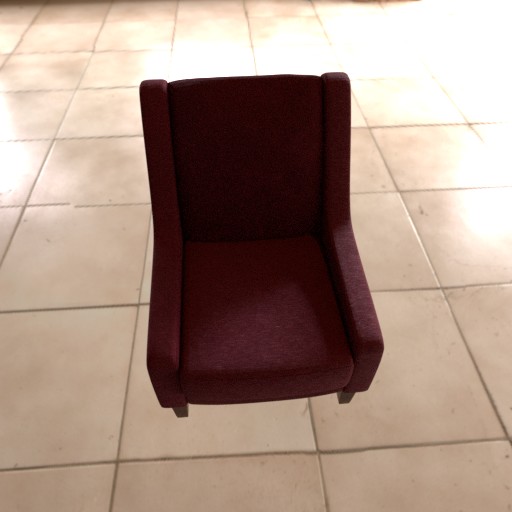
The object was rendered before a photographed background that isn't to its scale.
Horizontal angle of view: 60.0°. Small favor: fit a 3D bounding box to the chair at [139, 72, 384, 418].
[{"bbox_3d":[0.000,0.000,1.710,0.793,1.017,0.985,-4,47,-3],"label":"chair"}]
